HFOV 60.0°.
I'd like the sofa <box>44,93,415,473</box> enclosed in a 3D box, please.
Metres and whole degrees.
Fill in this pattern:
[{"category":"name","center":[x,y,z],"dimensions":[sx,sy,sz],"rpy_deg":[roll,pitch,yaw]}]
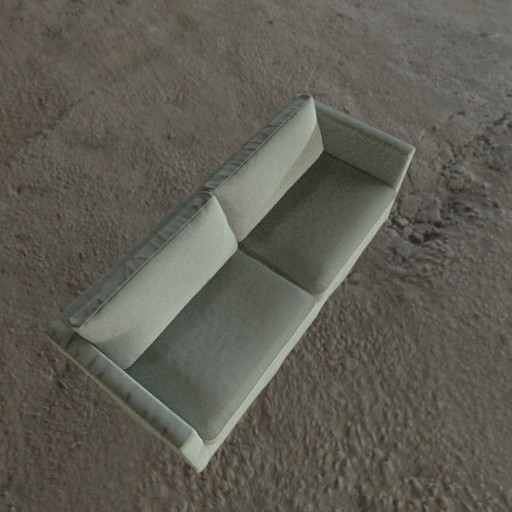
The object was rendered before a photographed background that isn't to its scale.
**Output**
[{"category":"sofa","center":[0.000,0.000,2.770],"dimensions":[0.962,0.853,2.312],"rpy_deg":[32,63,18]}]
